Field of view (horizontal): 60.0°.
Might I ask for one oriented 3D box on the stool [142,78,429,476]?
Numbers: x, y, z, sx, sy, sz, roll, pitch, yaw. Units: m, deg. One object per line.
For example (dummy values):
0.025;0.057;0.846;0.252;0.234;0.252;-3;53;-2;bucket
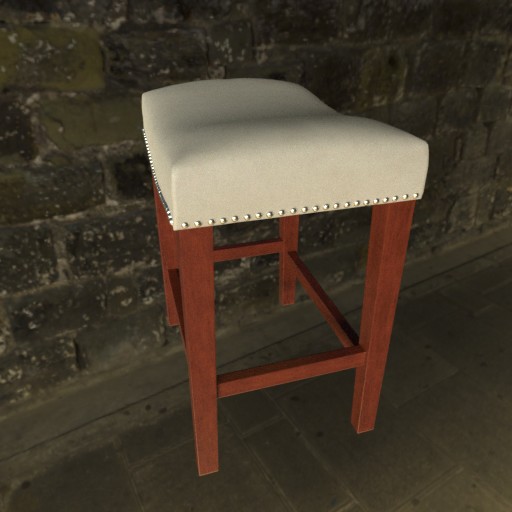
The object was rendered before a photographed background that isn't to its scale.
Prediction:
0.000;0.000;0.921;0.375;0.632;0.509;-9;31;-14;stool
